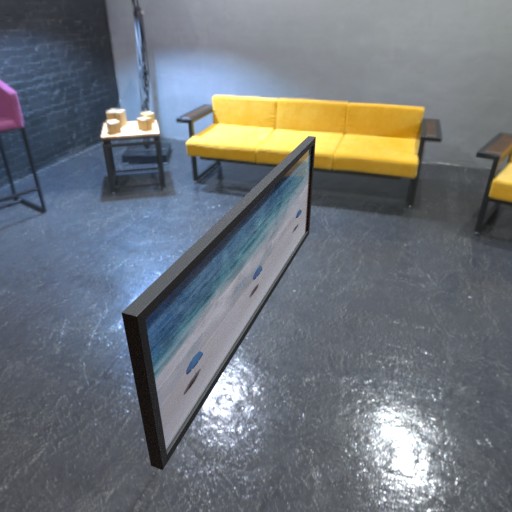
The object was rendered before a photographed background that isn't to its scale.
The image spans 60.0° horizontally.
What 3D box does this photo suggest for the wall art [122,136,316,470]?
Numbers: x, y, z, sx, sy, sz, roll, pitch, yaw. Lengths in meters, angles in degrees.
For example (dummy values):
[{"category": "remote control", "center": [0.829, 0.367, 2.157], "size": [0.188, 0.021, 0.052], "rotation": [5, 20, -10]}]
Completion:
[{"category": "wall art", "center": [0.000, 0.000, 1.766], "size": [0.041, 0.554, 1.572], "rotation": [11, 32, 18]}]
